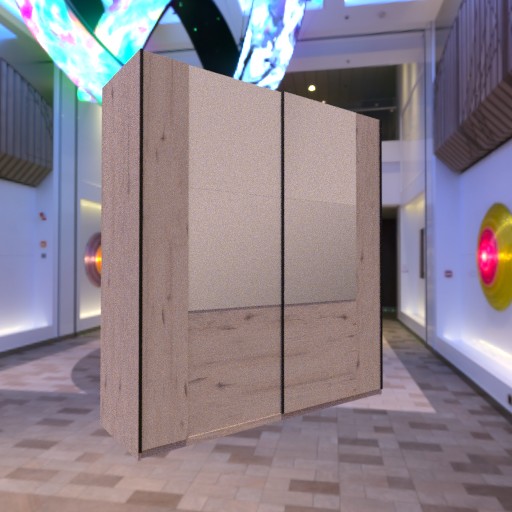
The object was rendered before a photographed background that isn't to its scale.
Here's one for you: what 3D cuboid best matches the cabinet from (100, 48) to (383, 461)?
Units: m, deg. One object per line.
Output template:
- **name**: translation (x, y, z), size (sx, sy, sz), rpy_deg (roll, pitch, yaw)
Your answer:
- **cabinet**: translation (0.000, 0.000, 3.191), size (2.000, 2.180, 0.660), rpy_deg (1, -1, -36)
